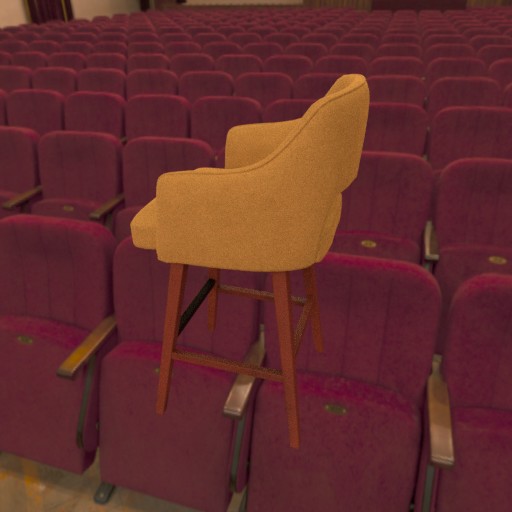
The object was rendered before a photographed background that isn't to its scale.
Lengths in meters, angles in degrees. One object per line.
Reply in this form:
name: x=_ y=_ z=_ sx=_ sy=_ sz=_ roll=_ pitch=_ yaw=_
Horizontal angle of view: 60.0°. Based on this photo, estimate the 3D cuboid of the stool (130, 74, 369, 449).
stool: x=0.000 y=0.000 z=1.336 sx=0.558 sy=1.012 sz=0.548 roll=8 pitch=30 yaw=15
